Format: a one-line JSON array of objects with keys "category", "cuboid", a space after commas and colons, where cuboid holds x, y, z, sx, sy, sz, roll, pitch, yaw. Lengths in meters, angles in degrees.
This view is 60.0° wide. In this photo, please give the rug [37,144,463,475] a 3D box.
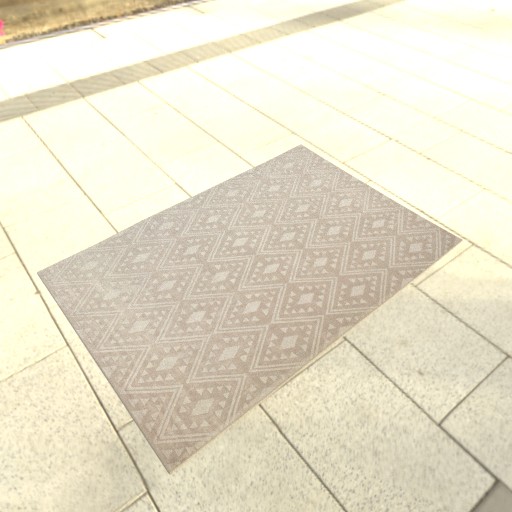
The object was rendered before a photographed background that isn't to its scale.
[{"category": "rug", "cuboid": [0.000, 0.000, 2.290, 1.829, 0.034, 1.252, -31, 53, -27]}]
